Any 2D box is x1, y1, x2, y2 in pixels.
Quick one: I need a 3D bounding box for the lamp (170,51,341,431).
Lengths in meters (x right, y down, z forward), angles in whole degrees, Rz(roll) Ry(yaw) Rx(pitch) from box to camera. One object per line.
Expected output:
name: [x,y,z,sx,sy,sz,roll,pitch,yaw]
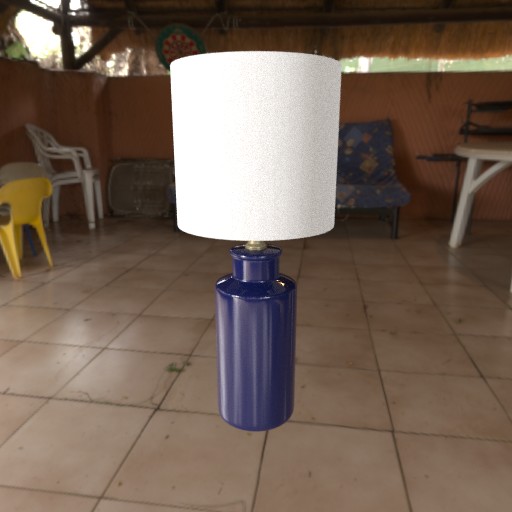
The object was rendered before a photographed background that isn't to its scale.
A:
lamp: [0.000,0.000,0.622,0.212,0.493,0.212,2,15,7]
